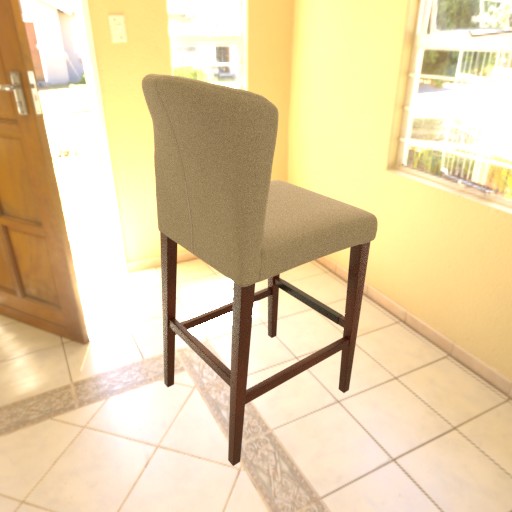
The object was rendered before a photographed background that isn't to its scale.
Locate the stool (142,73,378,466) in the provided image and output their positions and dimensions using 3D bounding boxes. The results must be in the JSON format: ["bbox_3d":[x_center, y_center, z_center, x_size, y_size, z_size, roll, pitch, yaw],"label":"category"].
[{"bbox_3d":[0.000,0.000,1.375,0.568,1.069,0.479,-19,32,-33],"label":"stool"}]
